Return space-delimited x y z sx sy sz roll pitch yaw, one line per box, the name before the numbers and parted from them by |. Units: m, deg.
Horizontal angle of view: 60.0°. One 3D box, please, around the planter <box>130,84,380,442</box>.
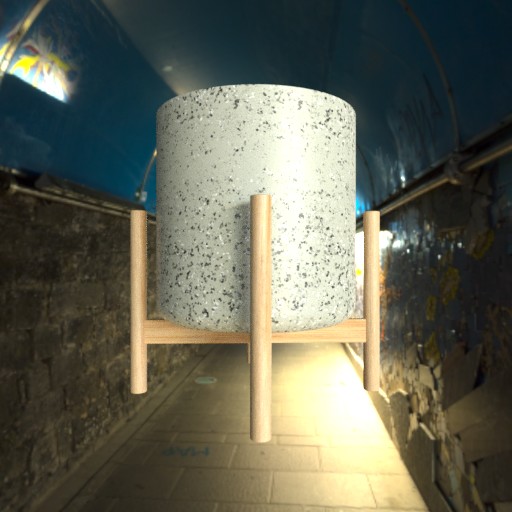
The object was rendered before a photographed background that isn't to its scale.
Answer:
planter | 0.000 0.000 0.691 0.360 0.419 0.360 0 0 21
